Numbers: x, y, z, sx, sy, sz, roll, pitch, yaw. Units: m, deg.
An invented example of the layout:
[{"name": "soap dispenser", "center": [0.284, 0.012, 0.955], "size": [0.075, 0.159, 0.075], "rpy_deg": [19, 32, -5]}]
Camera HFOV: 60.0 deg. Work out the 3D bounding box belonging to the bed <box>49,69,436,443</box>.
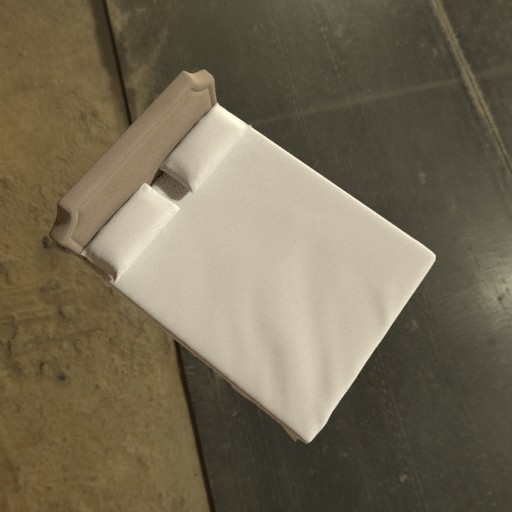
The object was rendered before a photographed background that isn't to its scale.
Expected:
[{"name": "bed", "center": [0.000, 0.000, 3.660], "size": [2.498, 1.293, 1.977], "rpy_deg": [37, 78, 9]}]
